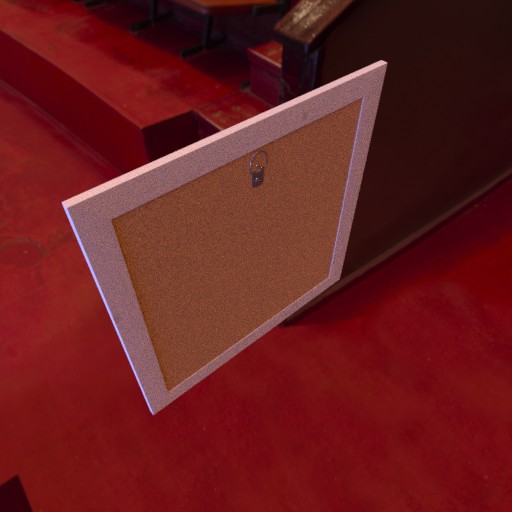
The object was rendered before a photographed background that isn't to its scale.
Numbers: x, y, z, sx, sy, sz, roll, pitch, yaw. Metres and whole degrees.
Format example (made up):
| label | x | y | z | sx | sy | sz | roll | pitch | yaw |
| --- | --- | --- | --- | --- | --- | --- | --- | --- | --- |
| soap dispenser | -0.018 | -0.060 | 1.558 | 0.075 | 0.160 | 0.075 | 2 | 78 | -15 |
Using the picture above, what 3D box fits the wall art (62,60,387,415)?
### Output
| label | x | y | z | sx | sy | sz | roll | pitch | yaw |
| --- | --- | --- | --- | --- | --- | --- | --- | --- | --- |
| wall art | 0.000 | 0.000 | 0.842 | 0.572 | 0.577 | 0.015 | -32 | 55 | -26 |
